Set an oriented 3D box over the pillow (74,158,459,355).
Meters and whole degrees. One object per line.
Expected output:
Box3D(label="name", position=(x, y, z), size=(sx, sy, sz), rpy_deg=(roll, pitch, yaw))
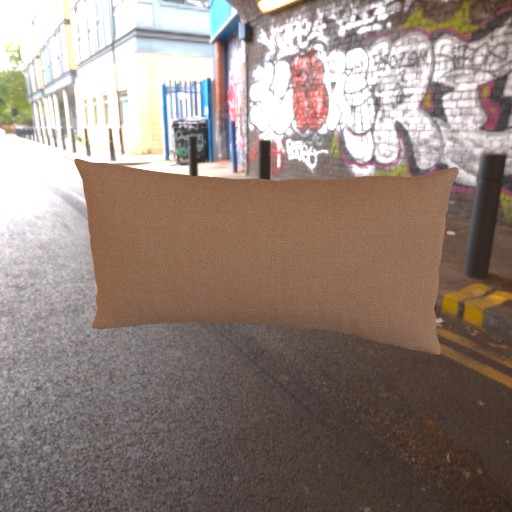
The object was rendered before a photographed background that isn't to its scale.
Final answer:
Box3D(label="pillow", position=(0.000, 0.000, 0.729), size=(0.612, 0.308, 0.148), rpy_deg=(3, 17, 9))
